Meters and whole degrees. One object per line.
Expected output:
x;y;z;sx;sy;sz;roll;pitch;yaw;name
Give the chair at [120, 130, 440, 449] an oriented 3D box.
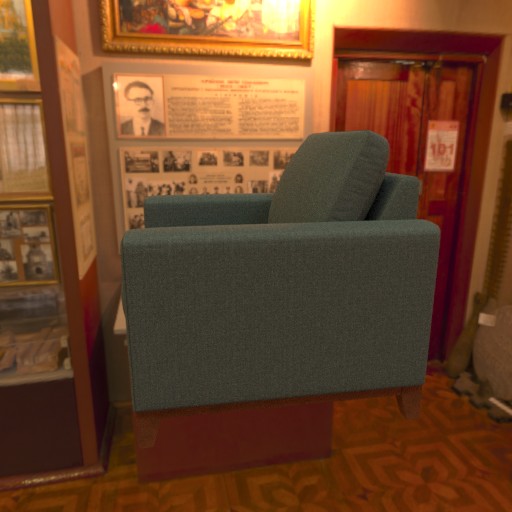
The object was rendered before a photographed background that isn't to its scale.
0.000;0.000;1.864;1.038;1.010;1.024;-2;15;-9;chair
